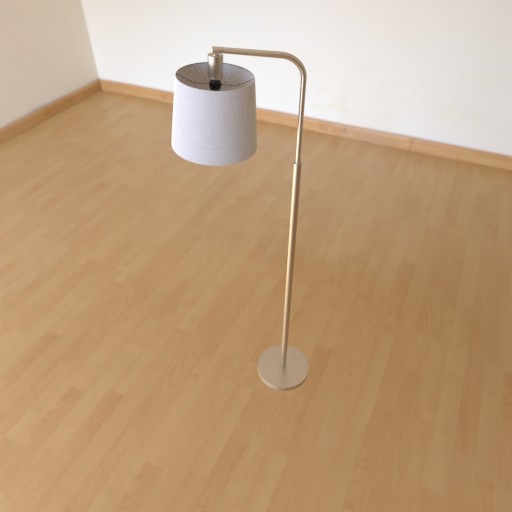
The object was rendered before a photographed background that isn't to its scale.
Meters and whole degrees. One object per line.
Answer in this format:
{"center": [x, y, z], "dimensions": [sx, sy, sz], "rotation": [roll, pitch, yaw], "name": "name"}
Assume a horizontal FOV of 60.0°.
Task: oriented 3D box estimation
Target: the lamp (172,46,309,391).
{"center": [0.000, 0.000, 1.655], "dimensions": [0.508, 1.478, 0.254], "rotation": [0, 42, 0], "name": "lamp"}
